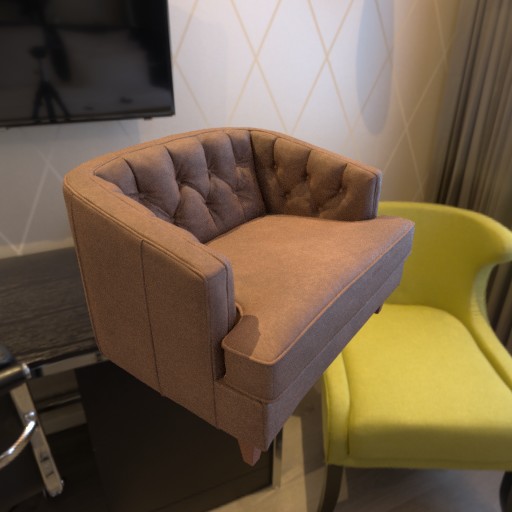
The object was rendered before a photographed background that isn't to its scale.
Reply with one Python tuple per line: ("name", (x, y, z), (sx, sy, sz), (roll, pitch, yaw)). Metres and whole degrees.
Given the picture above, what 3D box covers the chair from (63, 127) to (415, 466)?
("chair", (0.000, 0.000, 1.672), (0.914, 0.787, 1.118), (18, 32, 31))
